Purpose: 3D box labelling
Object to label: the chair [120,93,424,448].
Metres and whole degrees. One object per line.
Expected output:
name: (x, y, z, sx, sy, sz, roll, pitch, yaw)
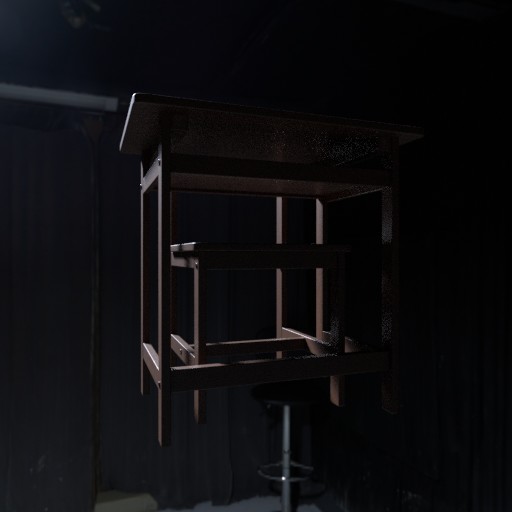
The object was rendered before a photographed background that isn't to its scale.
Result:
chair: (0.000, 0.000, 1.048, 0.599, 0.673, 0.463, 0, 0, -20)
